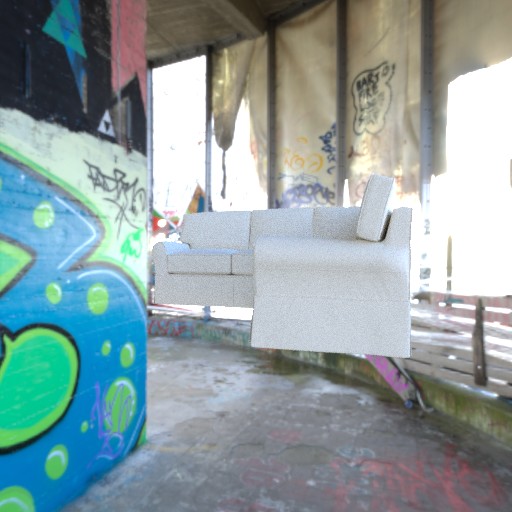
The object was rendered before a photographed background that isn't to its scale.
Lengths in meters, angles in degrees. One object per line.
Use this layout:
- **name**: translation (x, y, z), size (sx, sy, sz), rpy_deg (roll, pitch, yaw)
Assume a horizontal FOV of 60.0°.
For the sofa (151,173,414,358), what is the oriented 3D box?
- **sofa**: translation (0.000, 0.000, 4.016), size (2.591, 1.070, 2.597), rpy_deg (0, 1, 17)
